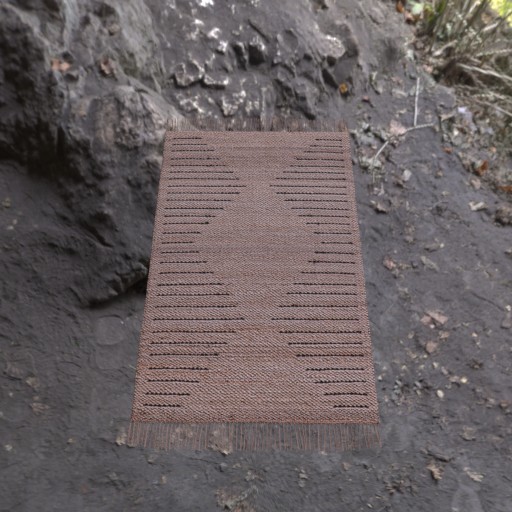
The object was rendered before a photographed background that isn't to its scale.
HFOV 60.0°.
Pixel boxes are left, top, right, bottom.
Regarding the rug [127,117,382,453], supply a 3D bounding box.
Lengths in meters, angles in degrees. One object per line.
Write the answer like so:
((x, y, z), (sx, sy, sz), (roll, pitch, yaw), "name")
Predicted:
((0.000, 0.000, 2.564), (1.224, 0.027, 2.085), (0, 64, 0), "rug")
